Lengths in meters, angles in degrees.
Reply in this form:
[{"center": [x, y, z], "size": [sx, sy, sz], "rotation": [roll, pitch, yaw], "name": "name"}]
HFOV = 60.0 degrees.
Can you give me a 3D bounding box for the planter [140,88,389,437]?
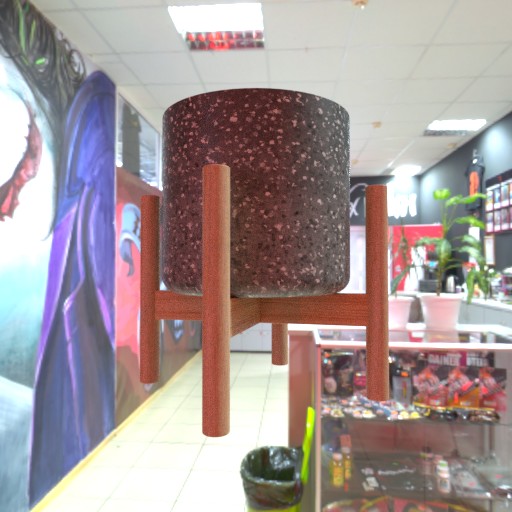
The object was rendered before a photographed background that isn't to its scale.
[{"center": [0.000, 0.000, 0.535], "size": [0.284, 0.320, 0.284], "rotation": [-1, -1, 37], "name": "planter"}]
